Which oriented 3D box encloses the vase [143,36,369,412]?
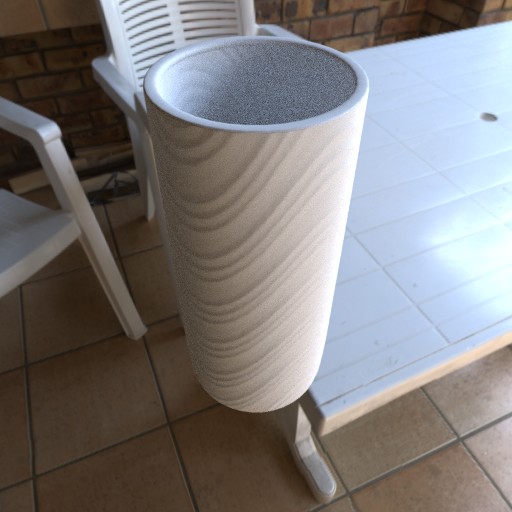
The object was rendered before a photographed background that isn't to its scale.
[{"bbox_3d":[0.000,0.000,0.384,0.143,0.316,0.143,0,45,0],"label":"vase"}]
